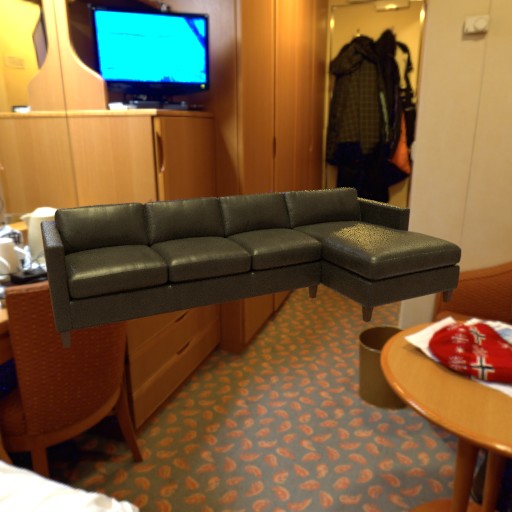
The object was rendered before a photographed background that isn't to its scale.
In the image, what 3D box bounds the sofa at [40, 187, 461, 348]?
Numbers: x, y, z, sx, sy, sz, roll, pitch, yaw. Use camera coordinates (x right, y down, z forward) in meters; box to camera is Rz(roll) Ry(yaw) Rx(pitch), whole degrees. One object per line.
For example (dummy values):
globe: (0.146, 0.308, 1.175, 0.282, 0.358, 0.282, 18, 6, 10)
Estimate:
sofa: (0.000, 0.000, 3.763, 3.203, 0.883, 1.581, -8, 18, -26)
